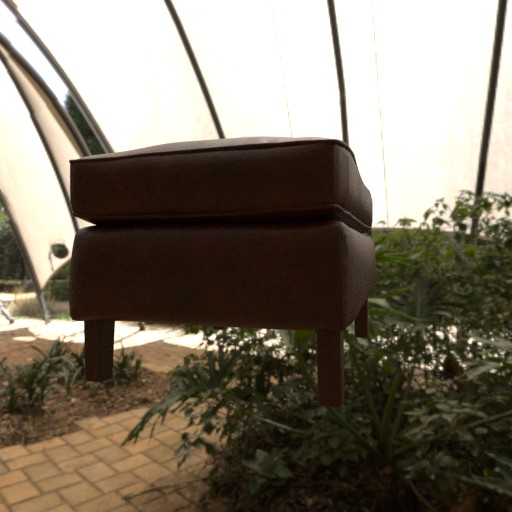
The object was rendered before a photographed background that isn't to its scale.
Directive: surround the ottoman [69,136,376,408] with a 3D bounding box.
[{"bbox_3d":[0.000,0.000,0.973,0.501,0.432,0.665,0,0,18],"label":"ottoman"}]
